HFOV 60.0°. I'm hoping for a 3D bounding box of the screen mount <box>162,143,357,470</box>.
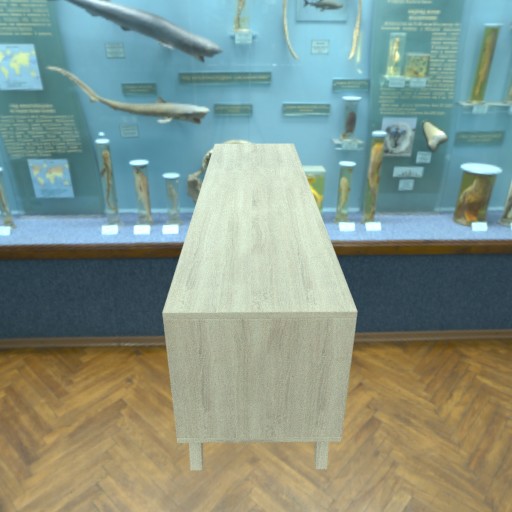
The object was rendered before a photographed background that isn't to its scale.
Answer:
[{"bbox_3d":[0.000,0.000,1.691,0.400,0.510,1.500,0,27,-1],"label":"screen mount"}]
